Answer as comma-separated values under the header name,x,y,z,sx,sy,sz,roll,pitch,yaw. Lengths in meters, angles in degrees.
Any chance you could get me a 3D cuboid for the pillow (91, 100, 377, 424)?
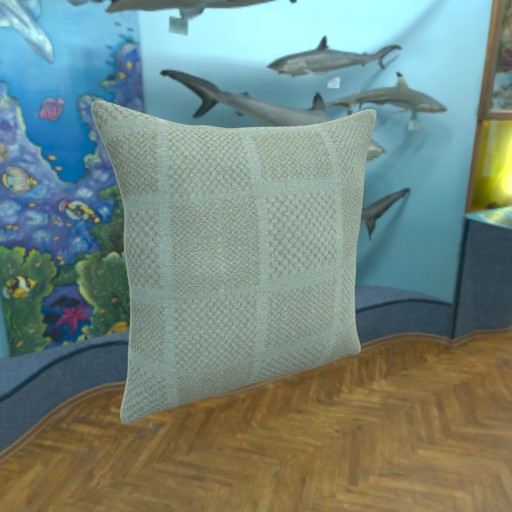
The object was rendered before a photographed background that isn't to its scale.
name,x,y,z,sx,sy,sz,roll,pitch,yaw
pillow,0.000,0.000,0.670,0.436,0.432,0.138,-9,18,-27
